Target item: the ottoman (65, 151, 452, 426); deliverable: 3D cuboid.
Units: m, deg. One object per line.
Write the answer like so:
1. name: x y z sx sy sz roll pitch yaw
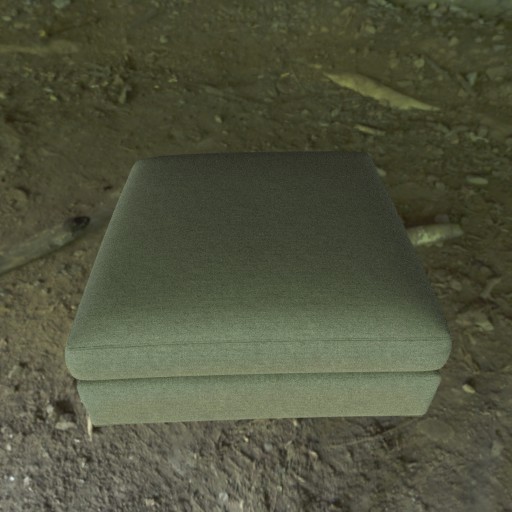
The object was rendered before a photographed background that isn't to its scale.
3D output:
1. ottoman: 0.000 0.000 1.592 1.041 0.470 1.041 -1 40 -1
